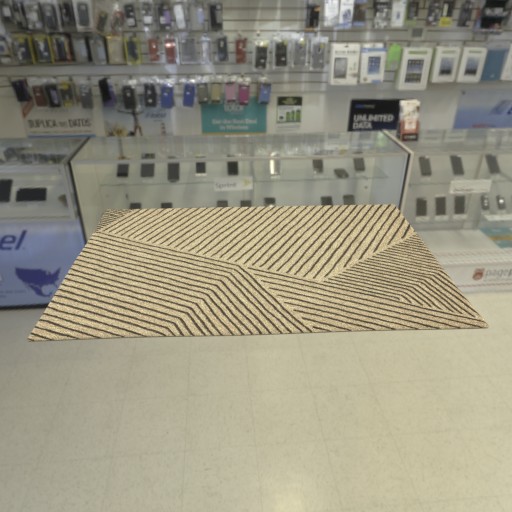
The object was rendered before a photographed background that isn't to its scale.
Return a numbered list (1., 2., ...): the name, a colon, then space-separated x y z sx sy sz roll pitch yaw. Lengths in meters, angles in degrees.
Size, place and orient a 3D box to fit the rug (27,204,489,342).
1. rug: 0.000 0.000 2.289 1.842 0.019 1.237 -1 30 -2
